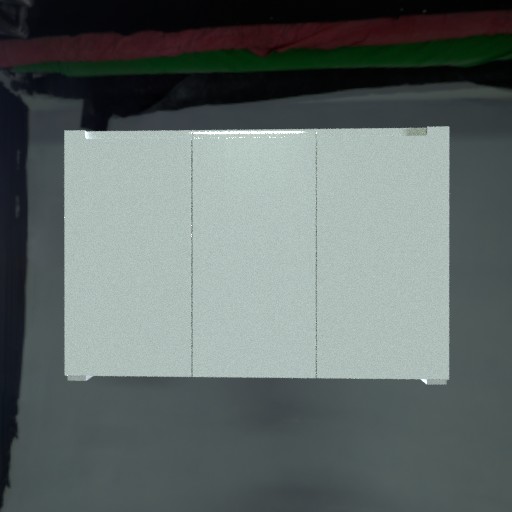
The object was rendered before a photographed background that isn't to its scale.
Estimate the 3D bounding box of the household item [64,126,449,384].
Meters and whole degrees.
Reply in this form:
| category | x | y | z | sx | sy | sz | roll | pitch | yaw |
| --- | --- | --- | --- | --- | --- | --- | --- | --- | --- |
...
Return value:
| category | x | y | z | sx | sy | sz | roll | pitch | yaw |
| --- | --- | --- | --- | --- | --- | --- | --- | --- | --- |
| household item | 0.000 | 0.000 | 1.707 | 1.300 | 0.867 | 0.420 | 0 | 0 | 2 |
